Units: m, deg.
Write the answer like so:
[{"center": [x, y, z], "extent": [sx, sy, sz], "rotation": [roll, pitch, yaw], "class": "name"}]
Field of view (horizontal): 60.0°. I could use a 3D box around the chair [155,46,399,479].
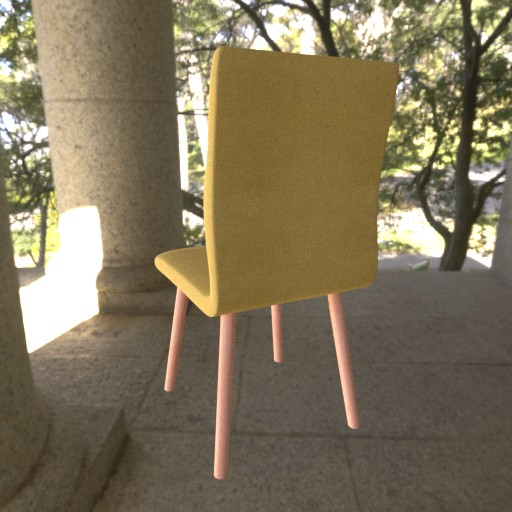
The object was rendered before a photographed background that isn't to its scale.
[{"center": [0.000, 0.000, 1.244], "extent": [0.450, 0.965, 0.550], "rotation": [-8, 17, -26], "class": "chair"}]
